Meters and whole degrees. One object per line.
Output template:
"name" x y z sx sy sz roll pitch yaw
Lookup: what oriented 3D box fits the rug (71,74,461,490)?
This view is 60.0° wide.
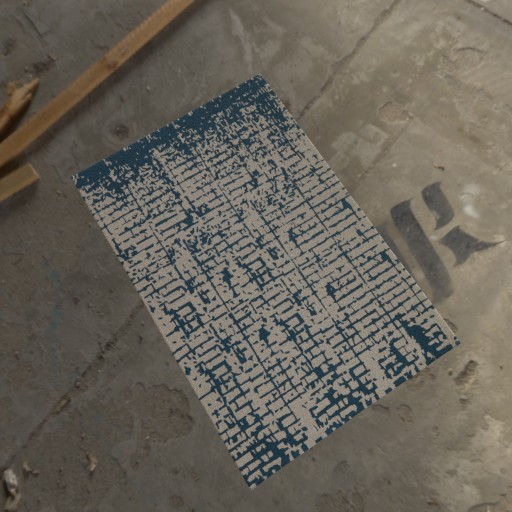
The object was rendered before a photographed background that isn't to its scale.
"rug" 0.000 0.000 2.290 1.220 0.007 1.828 -32 77 -8
